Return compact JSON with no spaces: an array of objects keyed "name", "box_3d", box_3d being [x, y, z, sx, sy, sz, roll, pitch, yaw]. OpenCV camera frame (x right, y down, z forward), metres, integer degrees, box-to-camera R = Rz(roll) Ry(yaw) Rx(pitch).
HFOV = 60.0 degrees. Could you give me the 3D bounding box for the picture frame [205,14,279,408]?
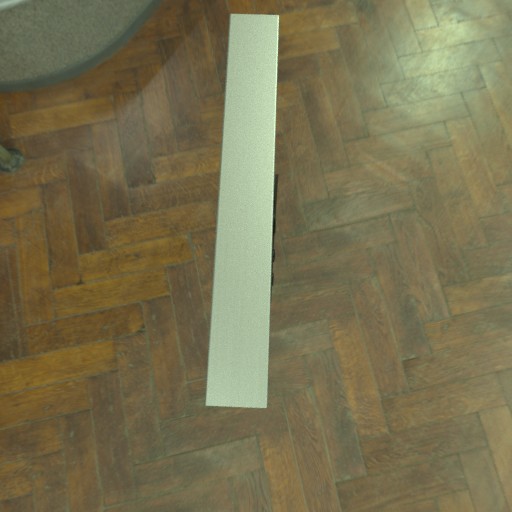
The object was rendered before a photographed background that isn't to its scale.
[{"name":"picture frame","box_3d":[0.000,0.000,0.268,0.028,0.208,0.157,2,76,1]}]
